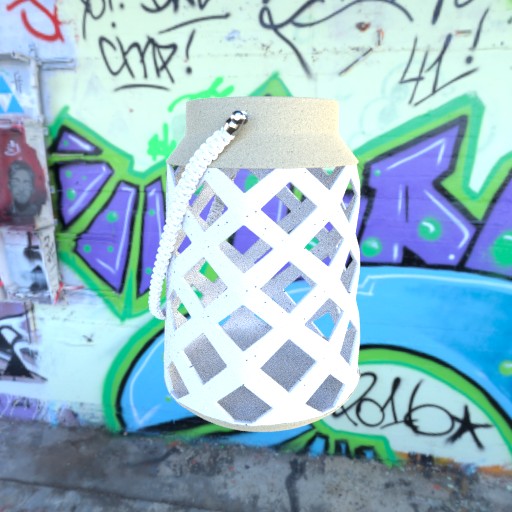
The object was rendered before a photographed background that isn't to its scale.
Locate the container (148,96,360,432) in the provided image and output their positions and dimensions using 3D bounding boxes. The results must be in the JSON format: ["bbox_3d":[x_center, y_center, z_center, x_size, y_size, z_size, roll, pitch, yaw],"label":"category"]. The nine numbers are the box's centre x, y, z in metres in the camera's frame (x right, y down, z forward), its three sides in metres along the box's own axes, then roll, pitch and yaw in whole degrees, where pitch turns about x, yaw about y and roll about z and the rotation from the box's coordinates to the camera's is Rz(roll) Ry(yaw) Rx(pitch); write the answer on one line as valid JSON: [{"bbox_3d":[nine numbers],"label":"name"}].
[{"bbox_3d":[0.000,0.000,0.402,0.198,0.264,0.188,3,16,9],"label":"container"}]
